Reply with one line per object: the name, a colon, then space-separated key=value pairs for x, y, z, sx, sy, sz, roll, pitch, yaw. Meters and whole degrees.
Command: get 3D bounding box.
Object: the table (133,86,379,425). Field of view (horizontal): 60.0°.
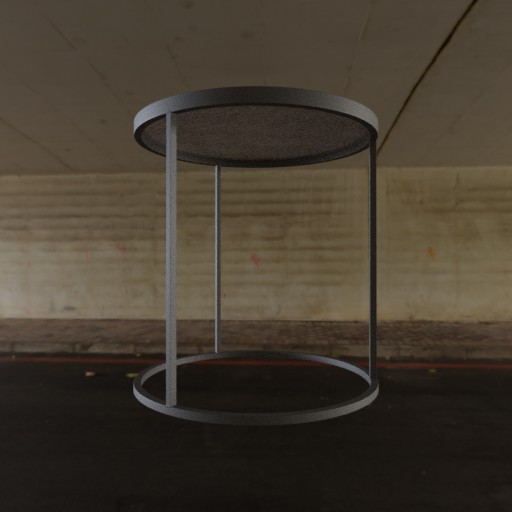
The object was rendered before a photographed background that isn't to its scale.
table: x=0.000 y=0.000 z=0.883 sx=0.470 sy=0.498 sz=0.470 roll=0 pitch=0 yaw=0
